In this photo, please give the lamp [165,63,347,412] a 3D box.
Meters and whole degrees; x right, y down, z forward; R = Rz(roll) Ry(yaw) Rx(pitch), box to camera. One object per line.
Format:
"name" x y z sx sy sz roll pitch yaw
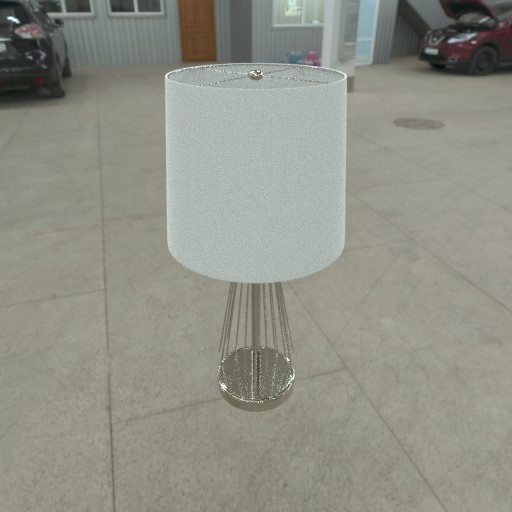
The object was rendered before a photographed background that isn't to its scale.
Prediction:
"lamp" 0.000 0.000 0.791 0.303 0.618 0.303 0 30 0
